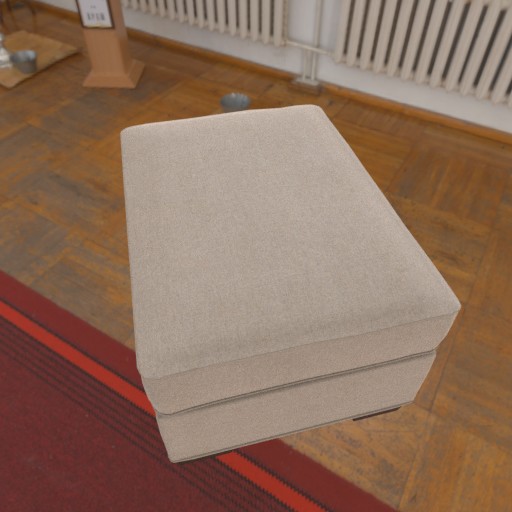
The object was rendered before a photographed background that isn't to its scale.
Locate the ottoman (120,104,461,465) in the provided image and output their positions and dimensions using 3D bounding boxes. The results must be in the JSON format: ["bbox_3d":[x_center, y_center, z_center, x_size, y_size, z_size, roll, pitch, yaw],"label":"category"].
[{"bbox_3d":[0.000,0.000,1.206,0.617,0.503,0.846,-10,47,-10],"label":"ottoman"}]
